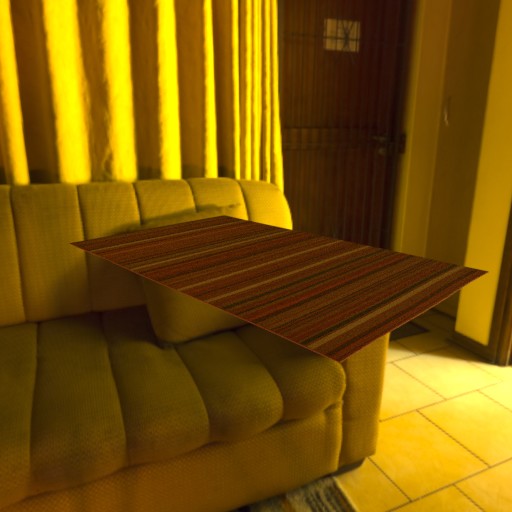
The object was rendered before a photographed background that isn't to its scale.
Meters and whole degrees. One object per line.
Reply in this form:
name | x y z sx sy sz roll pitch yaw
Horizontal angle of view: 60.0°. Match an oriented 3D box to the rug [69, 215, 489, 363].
rug | 0.000 0.000 2.980 1.523 0.008 2.438 -15 22 -42
